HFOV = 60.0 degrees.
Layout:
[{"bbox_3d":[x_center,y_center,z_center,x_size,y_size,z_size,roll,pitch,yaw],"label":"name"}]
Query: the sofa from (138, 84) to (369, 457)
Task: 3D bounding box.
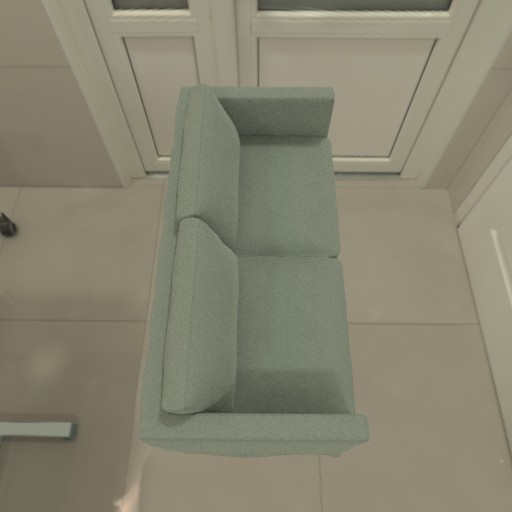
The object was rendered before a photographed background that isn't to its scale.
[{"bbox_3d":[0.000,0.000,2.447,0.940,0.870,1.987,0,63,0],"label":"sofa"}]
